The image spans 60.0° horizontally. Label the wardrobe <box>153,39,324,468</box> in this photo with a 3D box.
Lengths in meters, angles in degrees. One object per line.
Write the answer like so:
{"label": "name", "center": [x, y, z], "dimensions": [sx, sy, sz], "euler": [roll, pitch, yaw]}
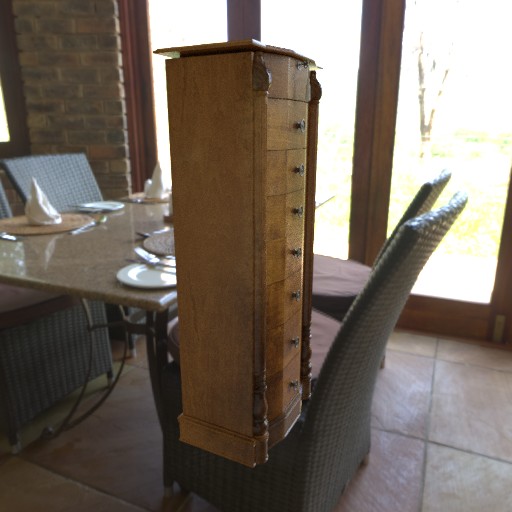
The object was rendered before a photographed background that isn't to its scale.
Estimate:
{"label": "wardrobe", "center": [0.000, 0.000, 1.160], "dimensions": [0.273, 0.959, 0.406], "euler": [8, 18, 26]}
